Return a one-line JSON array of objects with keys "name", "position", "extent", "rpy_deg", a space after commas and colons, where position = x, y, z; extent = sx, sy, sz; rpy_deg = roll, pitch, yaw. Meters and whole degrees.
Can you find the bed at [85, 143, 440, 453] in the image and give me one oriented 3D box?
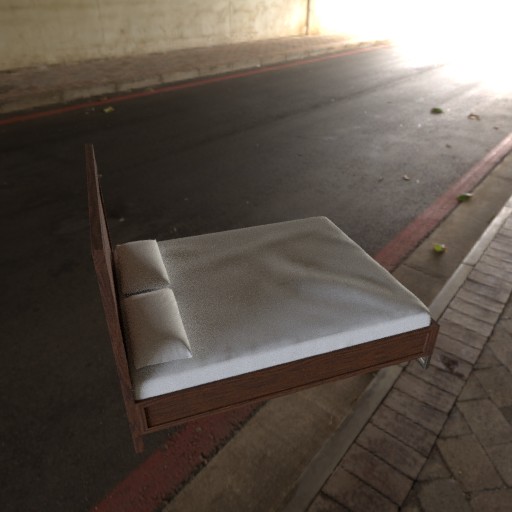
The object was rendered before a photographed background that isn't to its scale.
[{"name": "bed", "position": [0.000, 0.000, 3.451], "extent": [2.218, 1.487, 1.765], "rpy_deg": [-10, 32, -16]}]
